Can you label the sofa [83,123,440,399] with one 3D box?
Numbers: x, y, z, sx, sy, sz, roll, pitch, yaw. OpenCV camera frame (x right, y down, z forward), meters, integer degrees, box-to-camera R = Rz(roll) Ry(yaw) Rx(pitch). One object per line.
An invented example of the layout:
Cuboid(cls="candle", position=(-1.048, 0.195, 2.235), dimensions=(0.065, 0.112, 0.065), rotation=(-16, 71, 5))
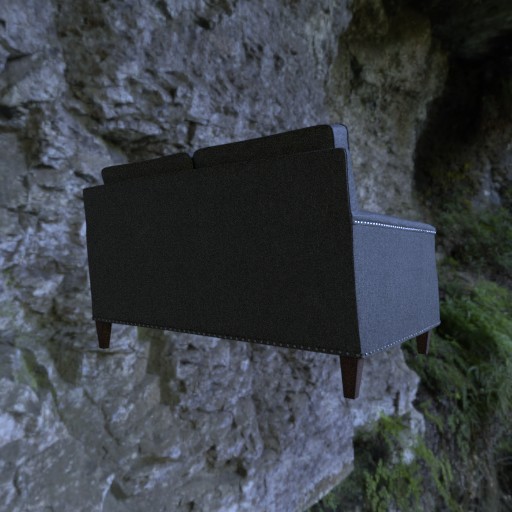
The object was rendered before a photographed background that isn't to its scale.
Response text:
Cuboid(cls="sofa", position=(0.000, 0.000, 2.318), dimensions=(1.597, 1.003, 1.084), rotation=(0, 0, 36))
